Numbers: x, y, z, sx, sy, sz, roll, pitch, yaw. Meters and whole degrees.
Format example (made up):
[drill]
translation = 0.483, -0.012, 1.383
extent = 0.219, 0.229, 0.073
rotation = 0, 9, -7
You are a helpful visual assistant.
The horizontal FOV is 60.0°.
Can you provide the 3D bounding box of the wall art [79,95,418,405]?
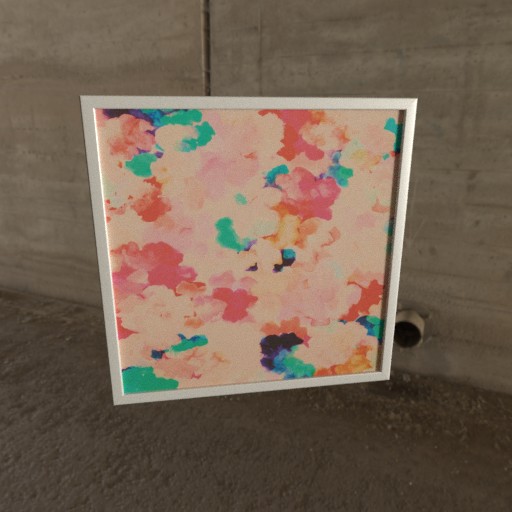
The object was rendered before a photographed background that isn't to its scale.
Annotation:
[wall art]
translation = 0.000, 0.000, 0.748
extent = 0.506, 0.505, 0.038
rotation = -3, 17, -9
